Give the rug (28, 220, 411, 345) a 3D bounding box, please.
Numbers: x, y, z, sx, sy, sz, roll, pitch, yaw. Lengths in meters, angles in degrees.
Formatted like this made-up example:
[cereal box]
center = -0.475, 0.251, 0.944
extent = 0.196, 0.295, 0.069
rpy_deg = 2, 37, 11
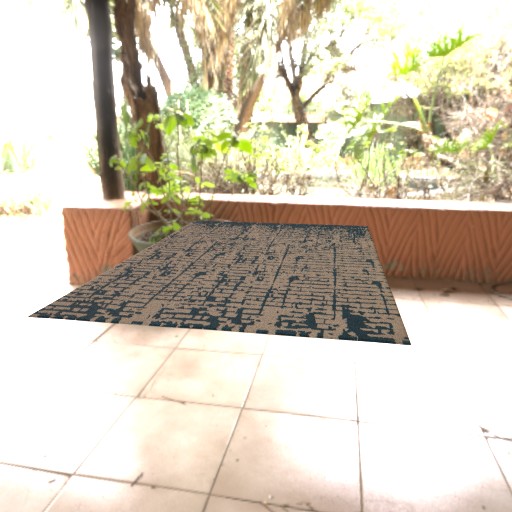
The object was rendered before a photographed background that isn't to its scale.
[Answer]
[rug]
center = 0.000, 0.000, 2.238
extent = 1.220, 0.007, 1.828
rpy_deg = 3, 15, 10
